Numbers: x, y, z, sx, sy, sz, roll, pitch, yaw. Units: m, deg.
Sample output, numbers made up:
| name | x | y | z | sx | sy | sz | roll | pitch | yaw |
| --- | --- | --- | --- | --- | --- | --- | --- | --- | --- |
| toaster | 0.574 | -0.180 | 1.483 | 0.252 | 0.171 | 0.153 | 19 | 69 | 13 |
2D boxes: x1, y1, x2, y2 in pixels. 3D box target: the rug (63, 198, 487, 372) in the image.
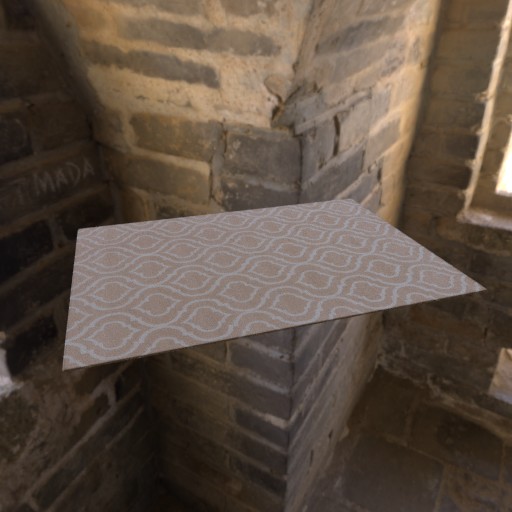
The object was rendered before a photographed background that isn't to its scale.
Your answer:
| name | x | y | z | sx | sy | sz | roll | pitch | yaw |
| --- | --- | --- | --- | --- | --- | --- | --- | --- | --- |
| rug | 0.000 | 0.000 | 2.742 | 2.134 | 0.010 | 1.524 | -8 | 28 | -15 |
